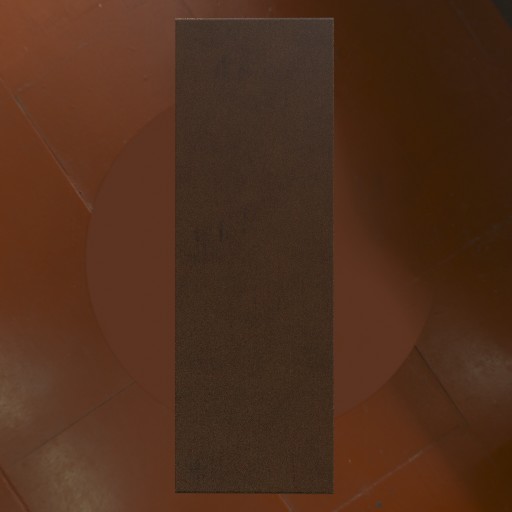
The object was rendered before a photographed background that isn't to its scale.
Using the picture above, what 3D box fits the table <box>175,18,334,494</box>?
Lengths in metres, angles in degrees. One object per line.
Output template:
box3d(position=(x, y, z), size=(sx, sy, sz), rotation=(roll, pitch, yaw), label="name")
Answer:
box3d(position=(0.000, 0.000, 1.488), size=(0.399, 0.763, 1.197), rotation=(0, 90, 1), label="table")
